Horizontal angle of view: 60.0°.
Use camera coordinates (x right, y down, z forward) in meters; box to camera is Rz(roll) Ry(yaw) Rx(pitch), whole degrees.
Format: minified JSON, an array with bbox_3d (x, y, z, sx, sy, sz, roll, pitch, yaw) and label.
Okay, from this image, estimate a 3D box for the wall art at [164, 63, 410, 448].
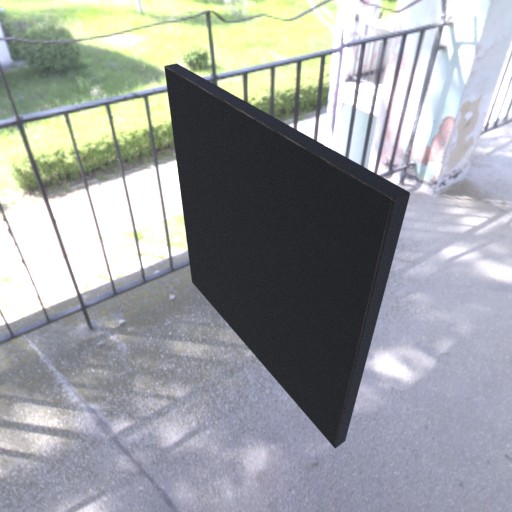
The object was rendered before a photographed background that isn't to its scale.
[{"bbox_3d":[0.000,0.000,0.457,0.015,0.303,0.304,-24,46,-26],"label":"wall art"}]
